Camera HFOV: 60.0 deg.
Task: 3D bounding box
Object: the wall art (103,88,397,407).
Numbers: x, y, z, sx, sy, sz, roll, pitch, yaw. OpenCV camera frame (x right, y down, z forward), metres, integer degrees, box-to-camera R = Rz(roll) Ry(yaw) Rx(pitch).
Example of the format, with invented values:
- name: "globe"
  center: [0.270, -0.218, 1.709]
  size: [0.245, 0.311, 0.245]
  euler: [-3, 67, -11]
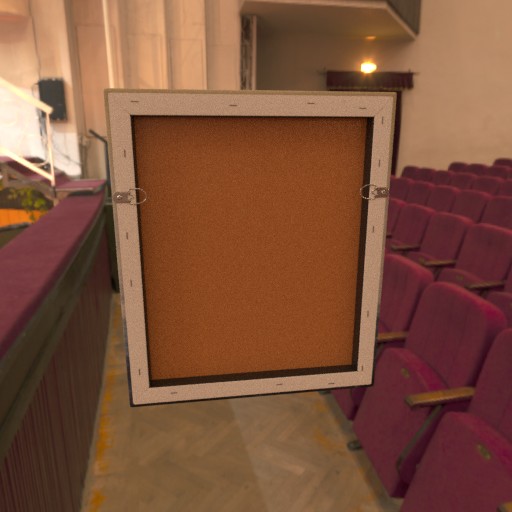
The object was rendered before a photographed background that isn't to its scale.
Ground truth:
- name: "wall art"
  center: [0.000, 0.000, 1.013]
  size: [0.608, 0.710, 0.041]
  euler: [-2, 15, -8]
